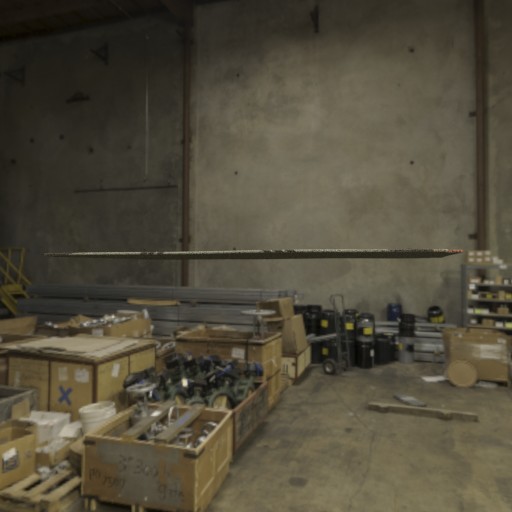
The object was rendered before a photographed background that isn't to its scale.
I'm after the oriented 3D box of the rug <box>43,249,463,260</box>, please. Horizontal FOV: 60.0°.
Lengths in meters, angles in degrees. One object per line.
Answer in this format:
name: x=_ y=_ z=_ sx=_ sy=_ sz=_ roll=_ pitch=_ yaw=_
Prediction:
rug: x=0.000 y=0.000 z=3.019 sx=2.446 sy=0.017 sz=1.530 roll=0 pitch=-2 yaw=19
